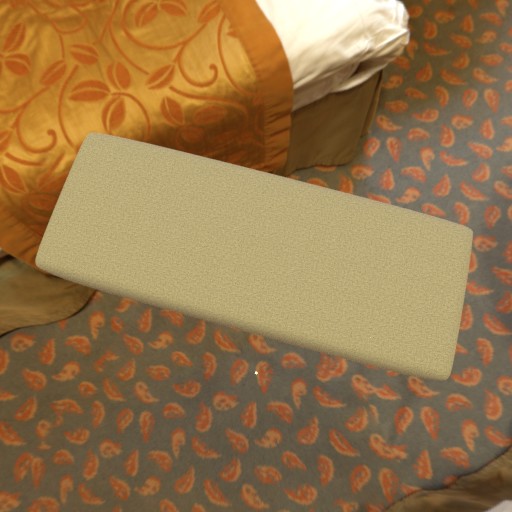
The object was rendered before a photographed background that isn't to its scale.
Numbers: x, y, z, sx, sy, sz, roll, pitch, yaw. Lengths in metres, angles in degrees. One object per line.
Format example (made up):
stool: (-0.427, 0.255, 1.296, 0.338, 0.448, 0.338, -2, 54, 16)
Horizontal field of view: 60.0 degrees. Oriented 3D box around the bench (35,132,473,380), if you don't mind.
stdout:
bench: (0.000, 0.000, 1.849, 1.598, 0.383, 0.631, 15, 76, 4)
